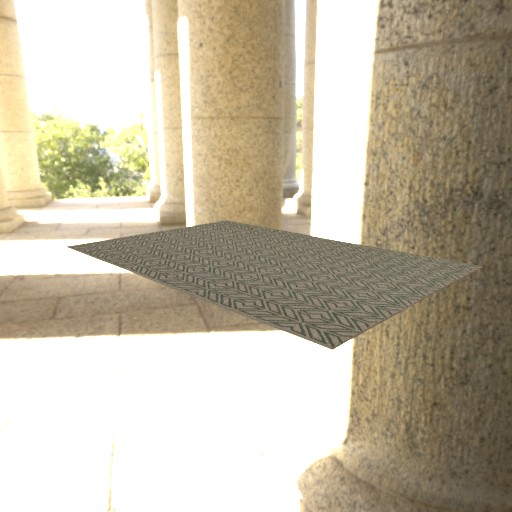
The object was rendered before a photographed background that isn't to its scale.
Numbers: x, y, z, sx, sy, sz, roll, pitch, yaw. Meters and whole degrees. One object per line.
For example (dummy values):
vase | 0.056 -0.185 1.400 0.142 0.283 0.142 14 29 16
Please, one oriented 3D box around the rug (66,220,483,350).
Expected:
rug | 0.000 0.000 2.308 1.828 0.007 1.220 14 20 43
